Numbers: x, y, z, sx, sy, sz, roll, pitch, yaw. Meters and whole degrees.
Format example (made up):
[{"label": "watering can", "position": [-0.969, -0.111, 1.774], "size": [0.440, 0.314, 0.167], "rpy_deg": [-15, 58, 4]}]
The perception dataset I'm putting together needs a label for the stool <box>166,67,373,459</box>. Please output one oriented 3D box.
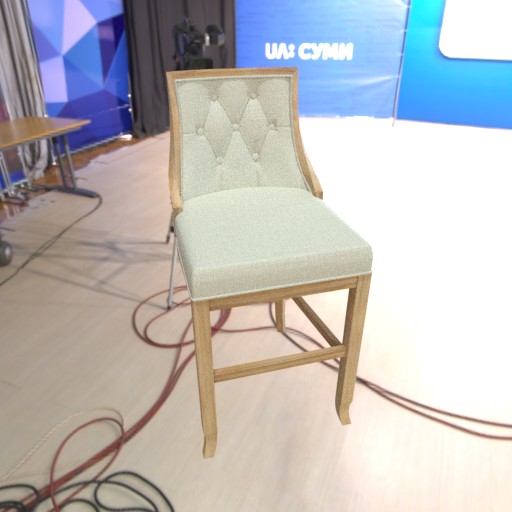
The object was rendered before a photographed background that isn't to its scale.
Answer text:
[{"label": "stool", "position": [0.000, 0.000, 1.486], "size": [0.524, 1.101, 0.626], "rpy_deg": [-8, 31, -13]}]
